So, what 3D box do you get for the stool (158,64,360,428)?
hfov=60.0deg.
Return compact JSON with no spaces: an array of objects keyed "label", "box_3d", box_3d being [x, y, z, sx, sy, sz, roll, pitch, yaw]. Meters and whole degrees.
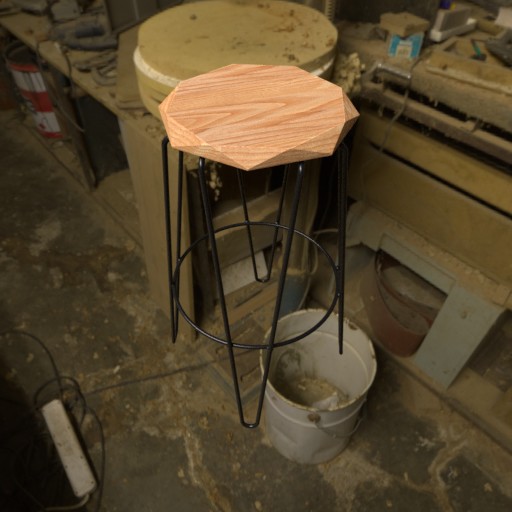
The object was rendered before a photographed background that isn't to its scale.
[{"label":"stool","box_3d":[0.000,0.000,0.826,0.326,0.610,0.326,-31,54,-27]}]
